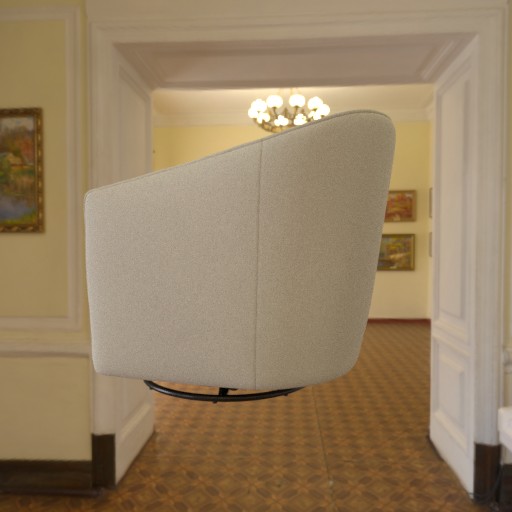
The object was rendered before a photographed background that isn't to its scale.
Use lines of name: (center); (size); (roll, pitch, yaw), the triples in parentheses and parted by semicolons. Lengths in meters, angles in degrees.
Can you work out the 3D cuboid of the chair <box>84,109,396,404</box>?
chair: (0.000, 0.000, 1.462); (0.875, 0.799, 0.747); (0, 1, 17)
